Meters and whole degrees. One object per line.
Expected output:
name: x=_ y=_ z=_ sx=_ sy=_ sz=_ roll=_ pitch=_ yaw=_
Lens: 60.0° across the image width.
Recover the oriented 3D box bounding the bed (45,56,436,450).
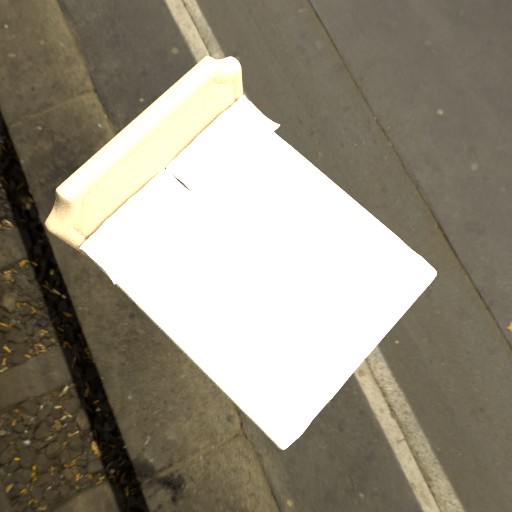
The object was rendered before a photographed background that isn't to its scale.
bed: x=0.000 y=0.000 z=3.830 sx=2.548 sy=1.524 sz=2.134 roll=43 pitch=80 yaw=9
